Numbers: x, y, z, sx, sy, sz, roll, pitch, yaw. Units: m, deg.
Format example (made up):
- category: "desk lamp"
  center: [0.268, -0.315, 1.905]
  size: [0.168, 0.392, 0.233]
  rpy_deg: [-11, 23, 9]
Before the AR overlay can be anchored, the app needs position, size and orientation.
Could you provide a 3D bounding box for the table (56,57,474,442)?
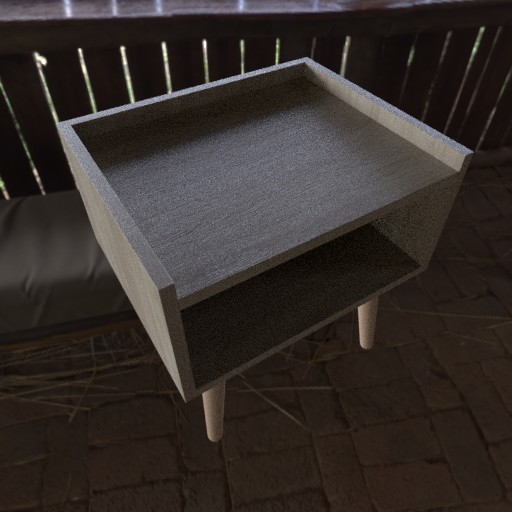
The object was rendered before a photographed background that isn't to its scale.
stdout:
- category: "table"
  center: [0.000, 0.000, 0.781]
  size: [0.450, 0.470, 0.370]
  rpy_deg: [-24, 50, -22]
